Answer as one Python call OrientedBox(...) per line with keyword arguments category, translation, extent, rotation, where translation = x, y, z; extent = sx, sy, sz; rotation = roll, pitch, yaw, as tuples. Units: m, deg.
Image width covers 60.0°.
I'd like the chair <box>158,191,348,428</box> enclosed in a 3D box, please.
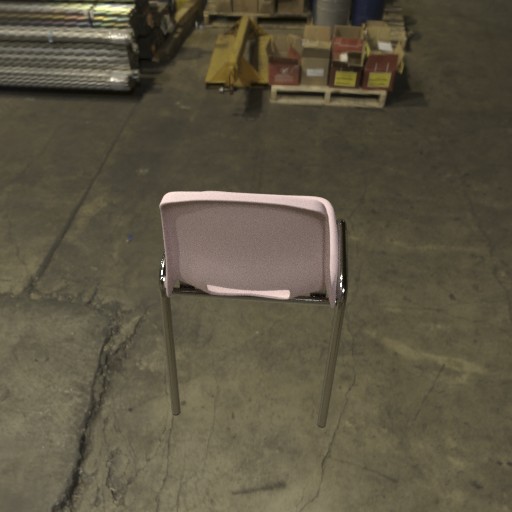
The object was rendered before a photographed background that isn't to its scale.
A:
OrientedBox(category="chair", translation=(0.000, 0.000, 0.929), extent=(0.381, 0.653, 0.436), rotation=(4, 46, 3))
